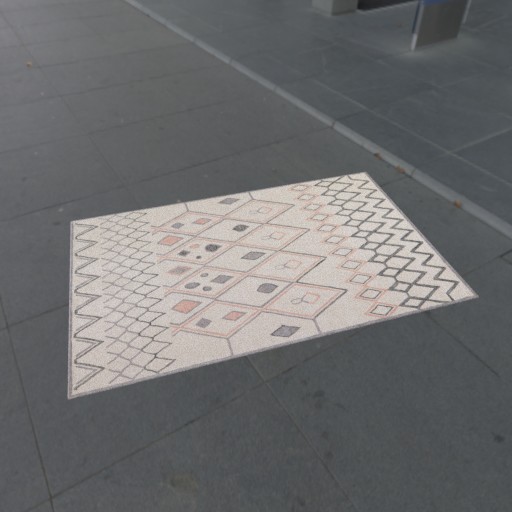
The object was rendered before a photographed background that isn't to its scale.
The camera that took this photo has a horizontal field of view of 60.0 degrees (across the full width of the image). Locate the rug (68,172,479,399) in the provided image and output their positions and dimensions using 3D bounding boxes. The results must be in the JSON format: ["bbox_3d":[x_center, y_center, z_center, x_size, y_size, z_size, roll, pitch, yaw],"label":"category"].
[{"bbox_3d":[0.000,0.000,3.036,2.438,0.015,1.524,-11,44,-12],"label":"rug"}]
